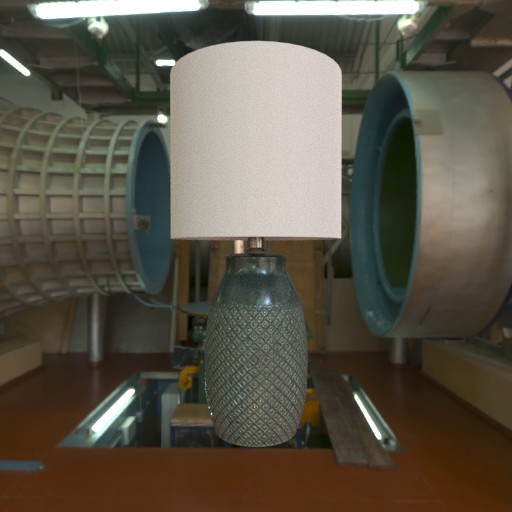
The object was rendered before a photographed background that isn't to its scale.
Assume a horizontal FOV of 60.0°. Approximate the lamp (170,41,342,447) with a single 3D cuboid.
[{"bbox_3d":[0.000,0.000,0.574,0.217,0.453,0.217,1,1,35],"label":"lamp"}]
